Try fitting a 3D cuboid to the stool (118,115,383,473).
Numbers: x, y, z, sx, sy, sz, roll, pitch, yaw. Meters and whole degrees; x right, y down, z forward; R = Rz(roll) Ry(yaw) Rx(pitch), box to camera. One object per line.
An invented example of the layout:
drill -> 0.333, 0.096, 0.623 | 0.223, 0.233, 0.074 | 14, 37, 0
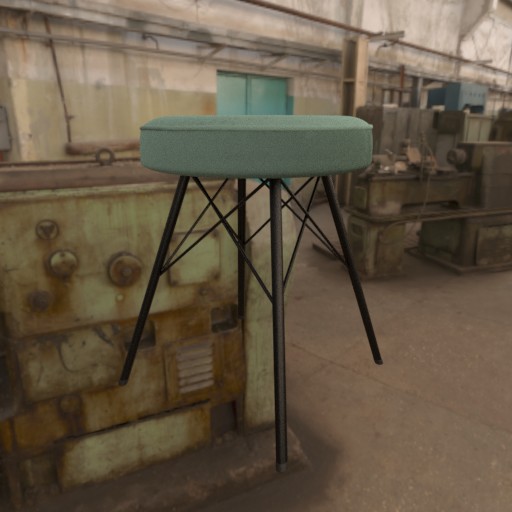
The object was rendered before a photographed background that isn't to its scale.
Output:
stool -> 0.000, 0.000, 0.862 | 0.458, 0.519, 0.457 | -16, 23, -42
